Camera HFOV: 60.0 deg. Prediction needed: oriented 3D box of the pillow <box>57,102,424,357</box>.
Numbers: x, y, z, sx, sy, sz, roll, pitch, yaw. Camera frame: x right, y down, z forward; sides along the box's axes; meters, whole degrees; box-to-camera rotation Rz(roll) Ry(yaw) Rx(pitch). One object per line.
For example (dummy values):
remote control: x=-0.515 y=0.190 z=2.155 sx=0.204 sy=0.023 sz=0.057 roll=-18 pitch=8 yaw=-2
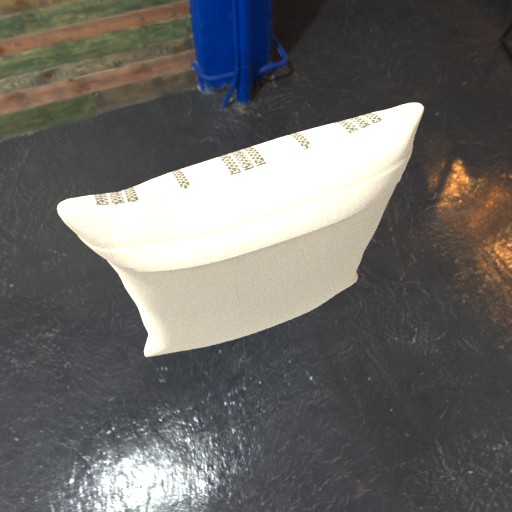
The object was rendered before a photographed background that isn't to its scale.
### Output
pillow: x=0.000 y=0.000 z=0.623 sx=0.405 sy=0.406 sz=0.173 roll=-18 pitch=60 yaw=-11
